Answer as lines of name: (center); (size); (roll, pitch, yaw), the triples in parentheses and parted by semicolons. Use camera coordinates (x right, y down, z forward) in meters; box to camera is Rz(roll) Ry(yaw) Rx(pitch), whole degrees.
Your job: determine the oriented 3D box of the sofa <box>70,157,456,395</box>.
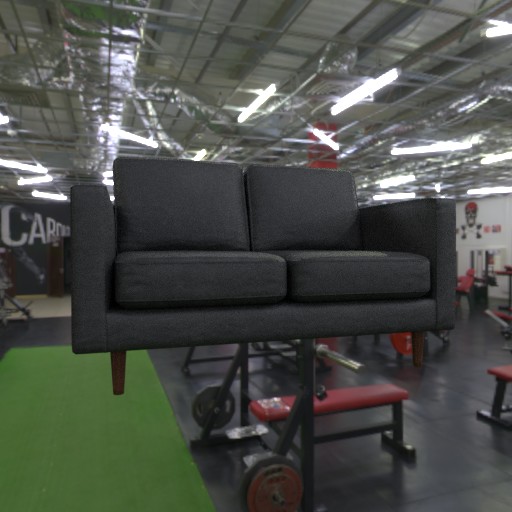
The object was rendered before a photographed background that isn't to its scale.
sofa: (0.000, 0.000, 1.944); (1.430, 0.899, 0.879); (0, 1, -17)
